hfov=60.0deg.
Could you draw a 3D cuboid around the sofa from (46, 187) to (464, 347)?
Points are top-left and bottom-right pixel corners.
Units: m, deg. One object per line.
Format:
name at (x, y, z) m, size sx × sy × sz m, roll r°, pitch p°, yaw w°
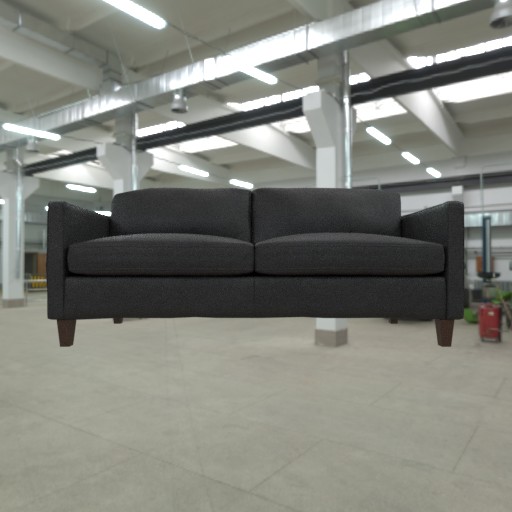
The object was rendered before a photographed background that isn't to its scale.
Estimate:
sofa at (0.000, 0.000, 2.472) m, size 1.971 × 0.863 × 0.933 m, roll 0°, pitch -1°, yaw 0°
